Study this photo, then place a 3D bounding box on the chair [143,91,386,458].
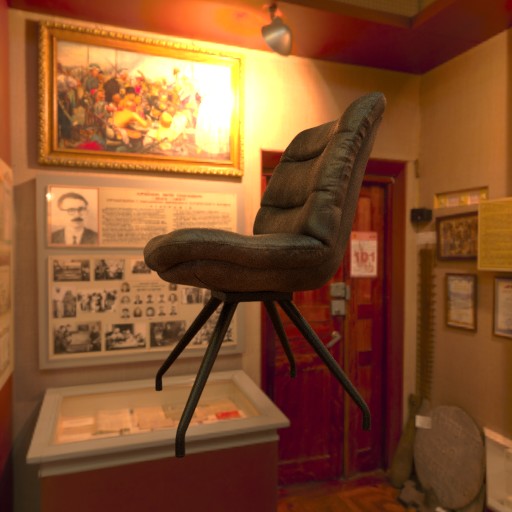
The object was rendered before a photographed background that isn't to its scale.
[{"bbox_3d":[0.000,0.000,1.274,0.622,0.870,0.549,0,1,-18],"label":"chair"}]
